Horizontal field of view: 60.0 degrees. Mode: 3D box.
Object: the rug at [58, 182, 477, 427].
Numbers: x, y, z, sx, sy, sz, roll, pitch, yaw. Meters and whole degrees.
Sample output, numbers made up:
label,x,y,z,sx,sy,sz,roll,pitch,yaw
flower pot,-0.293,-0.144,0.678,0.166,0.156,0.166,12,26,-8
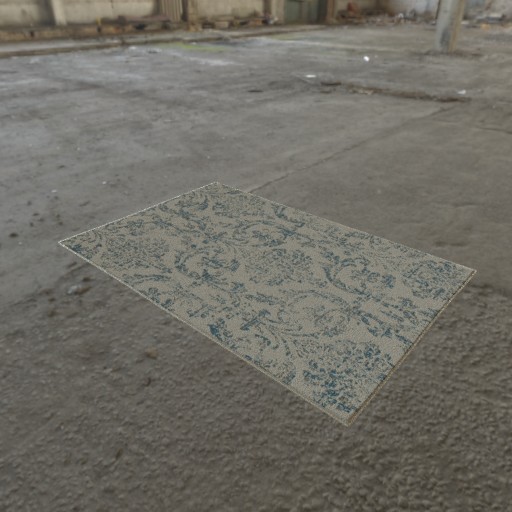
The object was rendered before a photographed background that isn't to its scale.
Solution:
label,x,y,z,sx,sy,sz,roll,pitch,yaw
rug,0.000,0.000,2.306,1.831,0.012,1.213,24,38,34
